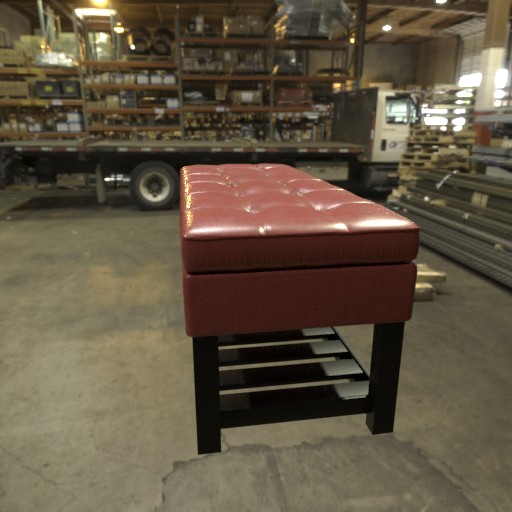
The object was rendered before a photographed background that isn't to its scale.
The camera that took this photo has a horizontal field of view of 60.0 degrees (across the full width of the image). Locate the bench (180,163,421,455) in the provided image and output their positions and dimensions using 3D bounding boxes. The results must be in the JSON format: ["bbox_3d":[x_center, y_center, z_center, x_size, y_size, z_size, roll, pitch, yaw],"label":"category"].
[{"bbox_3d":[0.000,0.000,1.327,0.432,0.460,1.105,-3,17,-9],"label":"bench"}]
